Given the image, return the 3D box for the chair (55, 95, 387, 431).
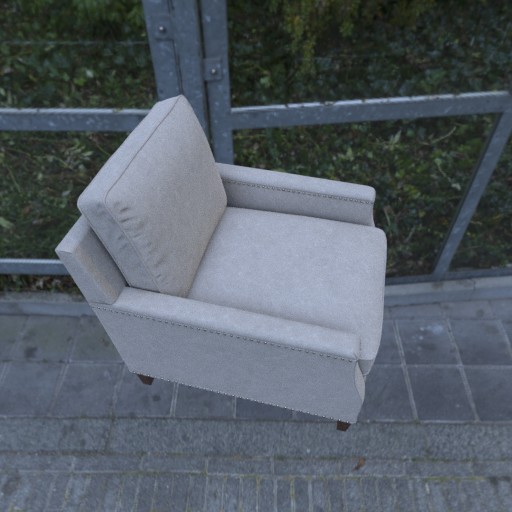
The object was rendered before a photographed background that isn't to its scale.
[{"bbox_3d":[0.000,0.000,1.727,1.014,0.943,0.853,10,47,9],"label":"chair"}]
